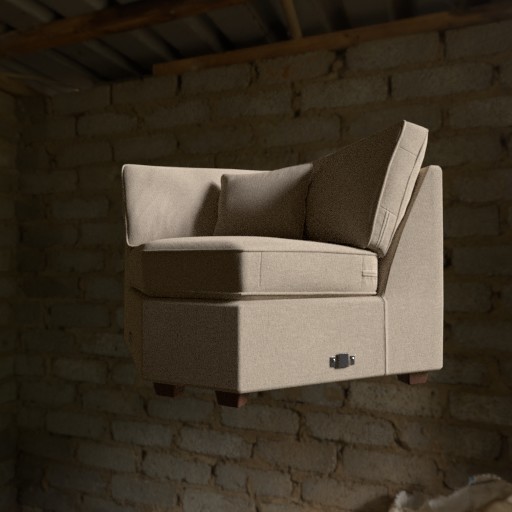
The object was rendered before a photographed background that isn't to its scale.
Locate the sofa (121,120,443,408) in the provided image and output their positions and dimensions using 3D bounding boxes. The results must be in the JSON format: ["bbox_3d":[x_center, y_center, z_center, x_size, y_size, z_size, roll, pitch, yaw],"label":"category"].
[{"bbox_3d":[0.000,0.000,1.853,1.050,0.937,1.042,0,-1,-19],"label":"sofa"}]
